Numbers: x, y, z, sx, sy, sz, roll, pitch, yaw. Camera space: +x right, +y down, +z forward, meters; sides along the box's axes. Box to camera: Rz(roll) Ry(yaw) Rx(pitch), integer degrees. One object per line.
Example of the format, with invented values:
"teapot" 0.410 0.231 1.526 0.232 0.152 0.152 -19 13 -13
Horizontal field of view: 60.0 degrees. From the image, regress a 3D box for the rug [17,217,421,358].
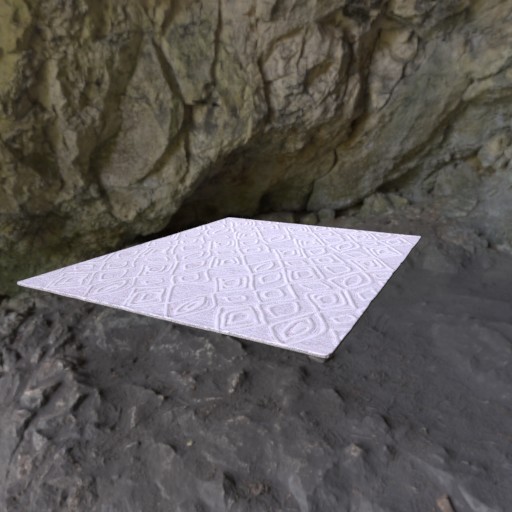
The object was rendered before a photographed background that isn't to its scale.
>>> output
"rug" 0.000 0.000 4.046 2.449 0.025 3.049 8 17 27
